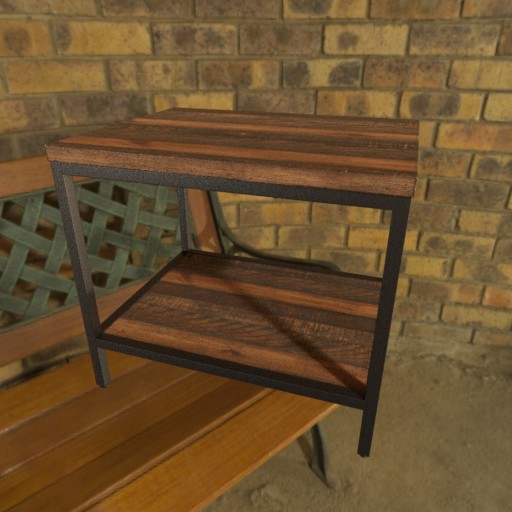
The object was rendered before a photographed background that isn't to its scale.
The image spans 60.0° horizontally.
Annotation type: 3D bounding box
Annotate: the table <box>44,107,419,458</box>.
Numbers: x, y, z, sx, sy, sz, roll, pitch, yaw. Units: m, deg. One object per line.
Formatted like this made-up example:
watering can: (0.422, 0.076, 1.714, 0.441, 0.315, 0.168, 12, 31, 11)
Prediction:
table: (0.000, 0.000, 1.106, 0.678, 0.612, 0.524, 8, 28, 17)
